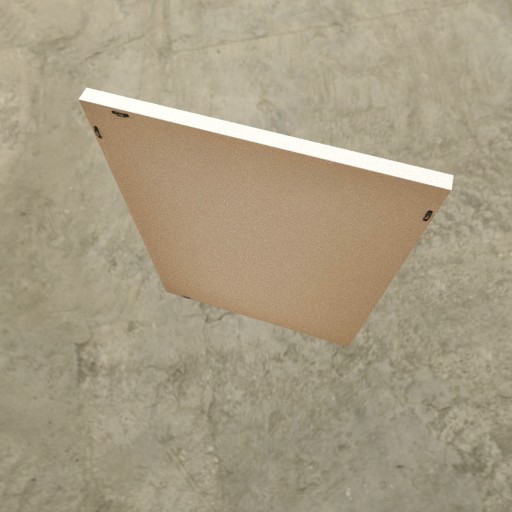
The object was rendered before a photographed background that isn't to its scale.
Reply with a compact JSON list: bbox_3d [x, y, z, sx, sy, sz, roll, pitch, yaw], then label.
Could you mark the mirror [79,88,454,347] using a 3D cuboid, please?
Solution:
[{"bbox_3d":[0.000,0.000,1.321,0.762,1.016,0.041,16,63,8],"label":"mirror"}]
